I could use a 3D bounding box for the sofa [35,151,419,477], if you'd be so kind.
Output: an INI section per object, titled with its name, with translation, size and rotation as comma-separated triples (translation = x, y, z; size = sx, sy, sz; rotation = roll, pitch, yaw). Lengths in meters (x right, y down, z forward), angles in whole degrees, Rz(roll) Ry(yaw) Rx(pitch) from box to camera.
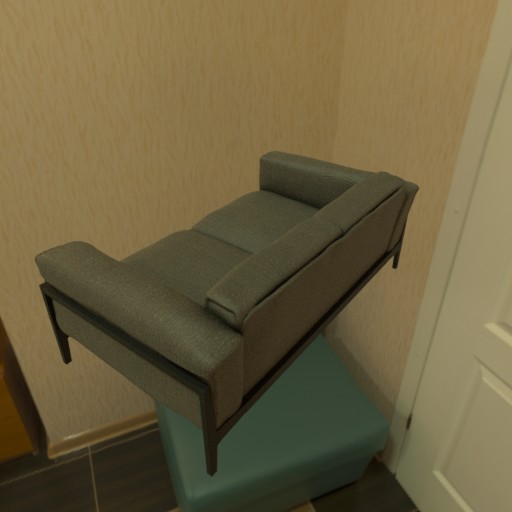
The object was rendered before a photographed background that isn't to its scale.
[sofa]
translation = 0.000, 0.000, 2.170
size = 0.960, 0.656, 1.690
rotation = 22, 38, 31
